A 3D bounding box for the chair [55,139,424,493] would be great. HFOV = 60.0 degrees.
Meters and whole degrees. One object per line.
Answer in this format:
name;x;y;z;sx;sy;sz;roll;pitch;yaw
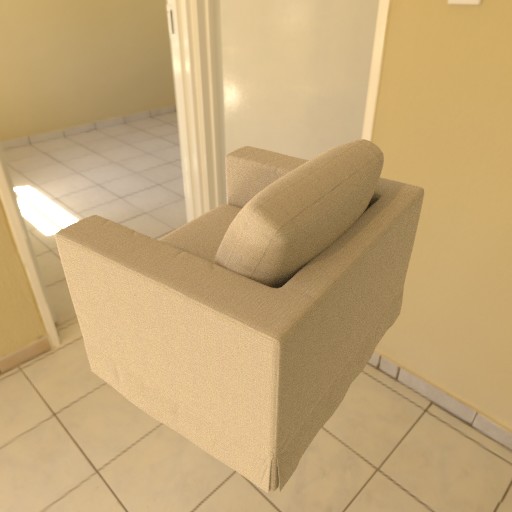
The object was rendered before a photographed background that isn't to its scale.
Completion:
chair;0.000;0.000;1.780;0.957;0.878;1.150;21;38;29
